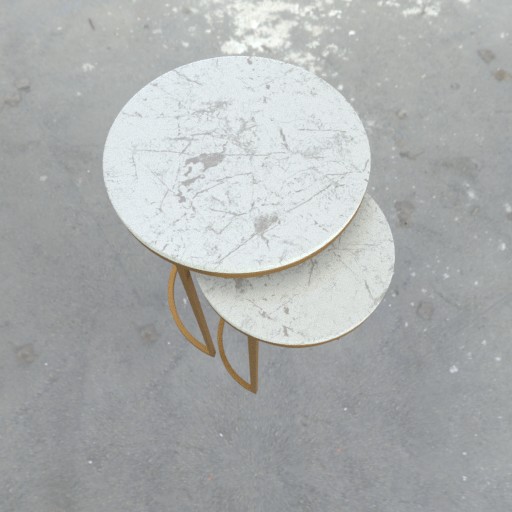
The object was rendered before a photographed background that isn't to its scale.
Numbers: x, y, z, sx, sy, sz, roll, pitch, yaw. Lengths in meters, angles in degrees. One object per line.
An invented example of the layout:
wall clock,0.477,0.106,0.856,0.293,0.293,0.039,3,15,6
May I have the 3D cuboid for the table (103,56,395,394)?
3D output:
table,0.000,0.000,0.894,0.400,0.550,0.507,-30,67,-14
